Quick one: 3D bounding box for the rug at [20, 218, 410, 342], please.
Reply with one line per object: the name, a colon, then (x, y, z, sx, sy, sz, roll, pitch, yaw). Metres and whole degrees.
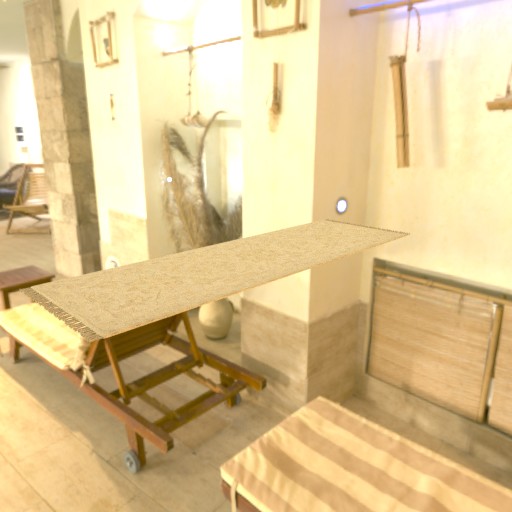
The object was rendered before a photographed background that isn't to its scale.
rug: (0.000, 0.000, 2.804, 2.544, 0.015, 0.795, -15, 22, -43)
